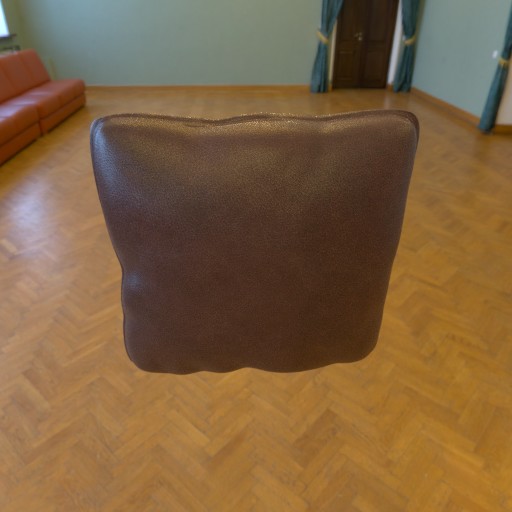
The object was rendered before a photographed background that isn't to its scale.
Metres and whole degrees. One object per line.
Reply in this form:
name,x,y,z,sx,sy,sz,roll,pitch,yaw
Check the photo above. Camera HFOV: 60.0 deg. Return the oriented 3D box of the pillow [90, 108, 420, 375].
pillow,0.000,0.000,0.819,0.532,0.523,0.236,-2,30,-4
